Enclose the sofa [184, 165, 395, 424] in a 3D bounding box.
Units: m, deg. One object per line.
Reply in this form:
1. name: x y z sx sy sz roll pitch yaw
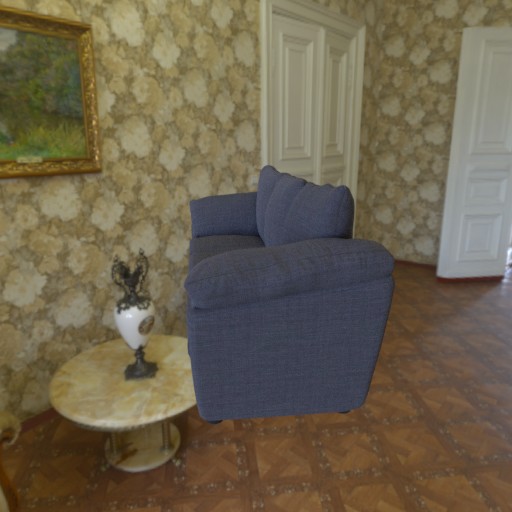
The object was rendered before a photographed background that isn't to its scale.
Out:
1. sofa: 0.000 0.000 2.894 0.883 1.080 2.336 -2 14 -7
